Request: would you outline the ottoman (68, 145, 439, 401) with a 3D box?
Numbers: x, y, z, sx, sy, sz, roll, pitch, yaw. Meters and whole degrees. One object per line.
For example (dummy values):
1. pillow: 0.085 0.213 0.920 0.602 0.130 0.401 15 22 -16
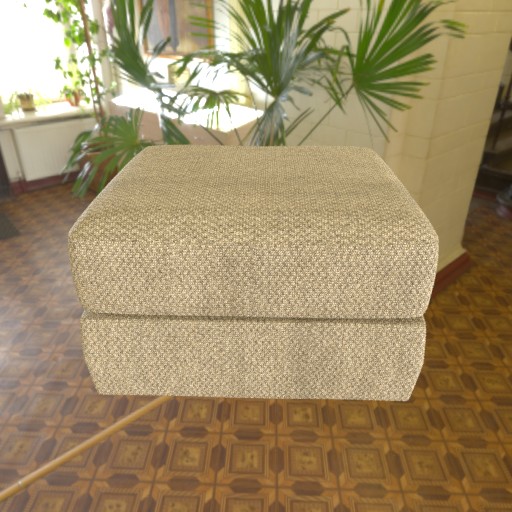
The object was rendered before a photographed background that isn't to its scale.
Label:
1. ottoman: 0.000 0.000 1.155 0.751 0.476 0.603 1 29 1
